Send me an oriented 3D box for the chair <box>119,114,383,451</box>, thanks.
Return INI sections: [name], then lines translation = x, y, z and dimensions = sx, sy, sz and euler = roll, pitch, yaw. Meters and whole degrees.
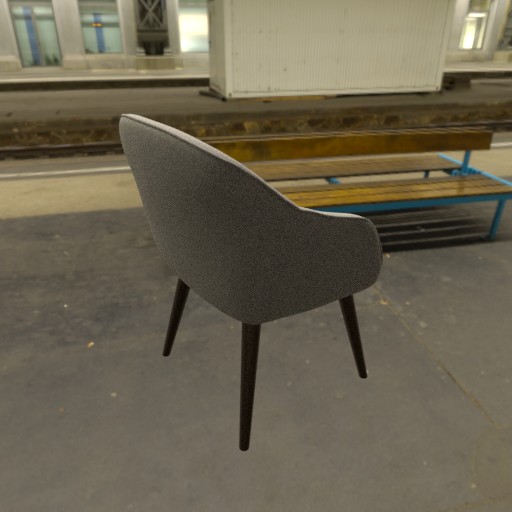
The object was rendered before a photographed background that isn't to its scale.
[chair]
translation = 0.000, 0.000, 1.250
dimensions = 0.611, 0.810, 0.589
euler = -18, 32, -32
